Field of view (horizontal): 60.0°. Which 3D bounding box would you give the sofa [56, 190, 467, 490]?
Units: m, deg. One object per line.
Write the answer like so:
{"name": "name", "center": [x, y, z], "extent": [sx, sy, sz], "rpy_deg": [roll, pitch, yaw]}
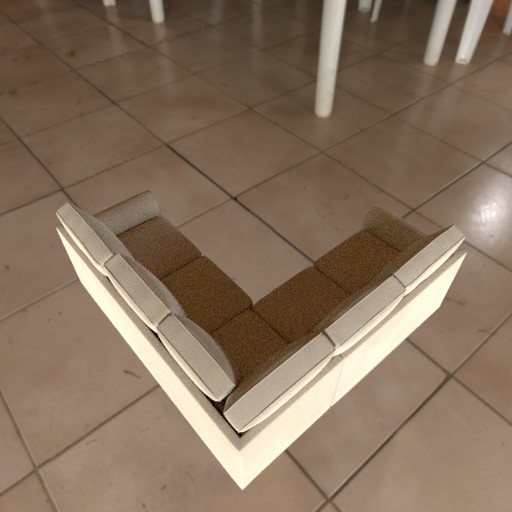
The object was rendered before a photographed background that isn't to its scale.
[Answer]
{"name": "sofa", "center": [0.000, 0.000, 3.924], "extent": [2.487, 1.054, 2.569], "rpy_deg": [-33, 55, -27]}
